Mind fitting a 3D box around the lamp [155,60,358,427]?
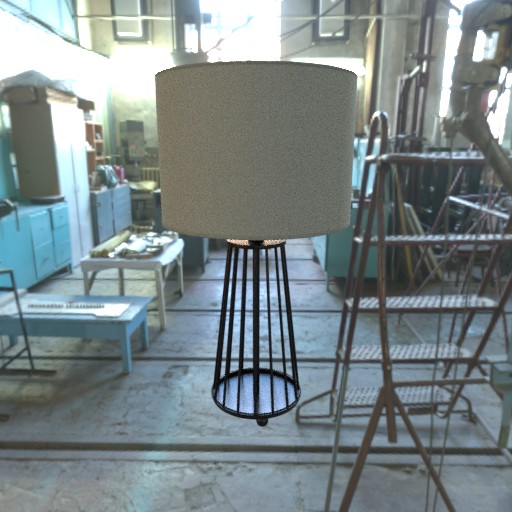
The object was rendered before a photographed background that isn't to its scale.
[{"bbox_3d":[0.000,0.000,0.790,0.322,0.593,0.322,-13,19,-42],"label":"lamp"}]
